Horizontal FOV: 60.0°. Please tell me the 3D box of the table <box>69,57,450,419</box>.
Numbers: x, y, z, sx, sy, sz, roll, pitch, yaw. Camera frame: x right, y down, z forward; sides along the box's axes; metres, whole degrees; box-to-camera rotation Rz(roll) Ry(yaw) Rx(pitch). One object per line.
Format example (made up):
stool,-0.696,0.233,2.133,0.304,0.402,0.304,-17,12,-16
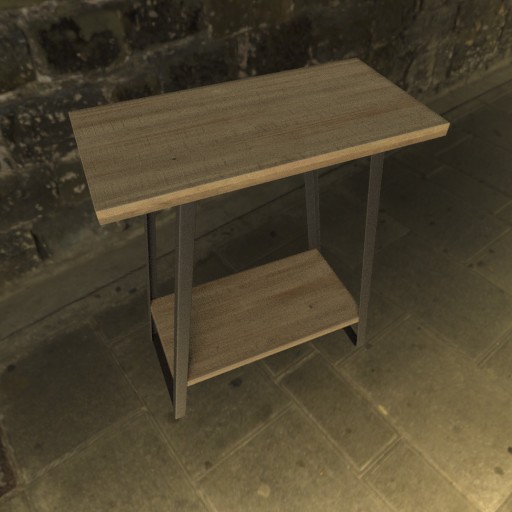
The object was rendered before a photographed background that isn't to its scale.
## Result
table,0.000,0.000,1.028,0.599,0.701,0.300,-17,48,-16
